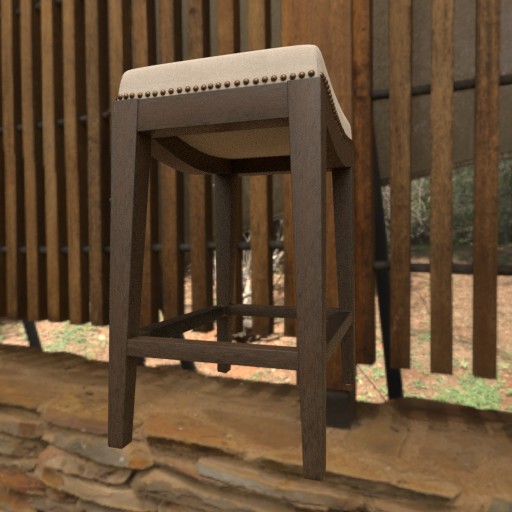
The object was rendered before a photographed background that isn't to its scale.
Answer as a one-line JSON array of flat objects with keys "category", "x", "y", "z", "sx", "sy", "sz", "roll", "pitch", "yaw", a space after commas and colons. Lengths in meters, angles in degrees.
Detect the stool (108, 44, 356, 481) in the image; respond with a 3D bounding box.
[{"category": "stool", "x": 0.000, "y": 0.000, "z": 0.917, "sx": 0.361, "sy": 0.642, "sz": 0.500, "roll": 0, "pitch": 1, "yaw": 18}]
